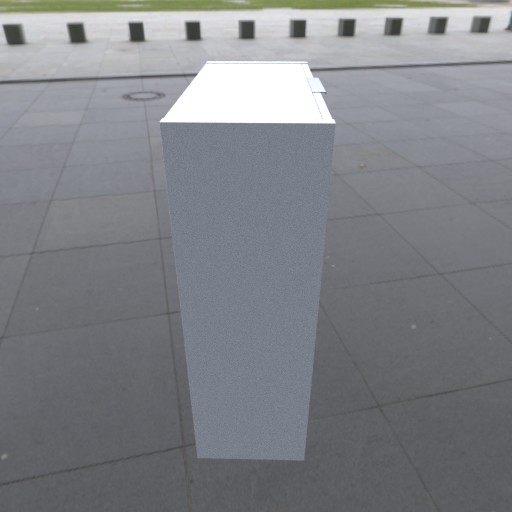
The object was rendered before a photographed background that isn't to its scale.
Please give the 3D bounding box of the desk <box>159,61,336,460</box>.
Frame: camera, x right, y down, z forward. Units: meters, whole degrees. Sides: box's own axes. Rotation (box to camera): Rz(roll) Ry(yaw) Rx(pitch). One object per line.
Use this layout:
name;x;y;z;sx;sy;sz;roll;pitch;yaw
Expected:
desk;0.000;0.000;1.615;0.390;1.190;0.850;1;32;1
